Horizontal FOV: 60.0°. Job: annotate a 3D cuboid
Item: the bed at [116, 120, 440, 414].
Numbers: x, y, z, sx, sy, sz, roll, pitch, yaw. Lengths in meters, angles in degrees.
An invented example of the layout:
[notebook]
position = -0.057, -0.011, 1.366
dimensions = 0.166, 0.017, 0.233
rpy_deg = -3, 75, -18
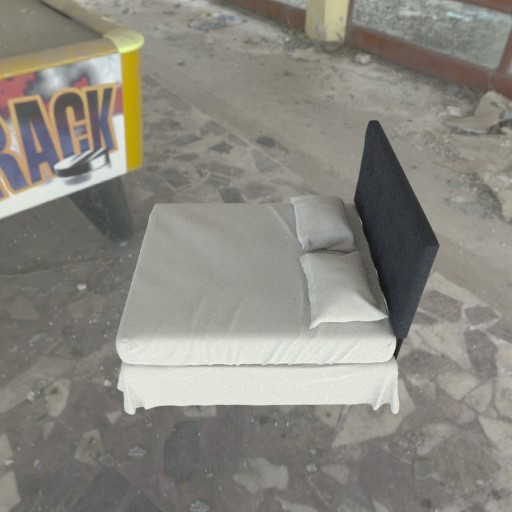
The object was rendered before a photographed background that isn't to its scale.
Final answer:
[bed]
position = 0.000, 0.000, 3.579
dimensions = 2.222, 1.577, 1.936
rpy_deg = 0, 42, 0
